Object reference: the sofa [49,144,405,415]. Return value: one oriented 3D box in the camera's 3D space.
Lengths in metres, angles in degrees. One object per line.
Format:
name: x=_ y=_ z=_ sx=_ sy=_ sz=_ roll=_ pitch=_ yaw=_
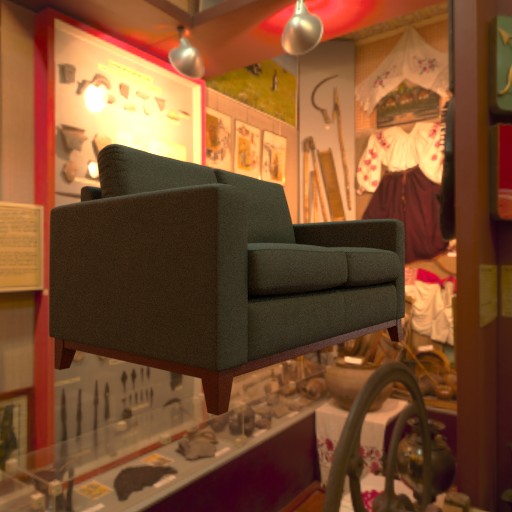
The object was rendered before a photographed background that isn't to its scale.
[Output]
sofa: x=0.000 y=0.000 z=2.062 sx=0.955 sy=0.903 sz=1.489 roll=0 pitch=-1 yaw=38
